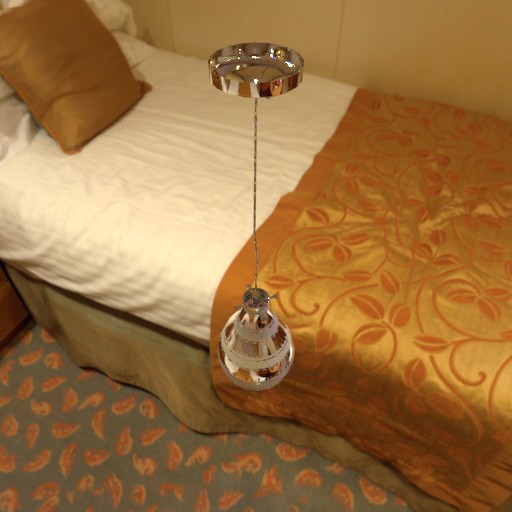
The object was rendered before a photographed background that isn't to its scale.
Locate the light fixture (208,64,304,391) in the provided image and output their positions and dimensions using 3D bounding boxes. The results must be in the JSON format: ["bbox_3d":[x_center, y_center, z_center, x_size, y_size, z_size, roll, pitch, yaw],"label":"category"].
[{"bbox_3d":[0.000,0.000,1.672,0.374,1.457,0.374,-15,48,-14],"label":"light fixture"}]
